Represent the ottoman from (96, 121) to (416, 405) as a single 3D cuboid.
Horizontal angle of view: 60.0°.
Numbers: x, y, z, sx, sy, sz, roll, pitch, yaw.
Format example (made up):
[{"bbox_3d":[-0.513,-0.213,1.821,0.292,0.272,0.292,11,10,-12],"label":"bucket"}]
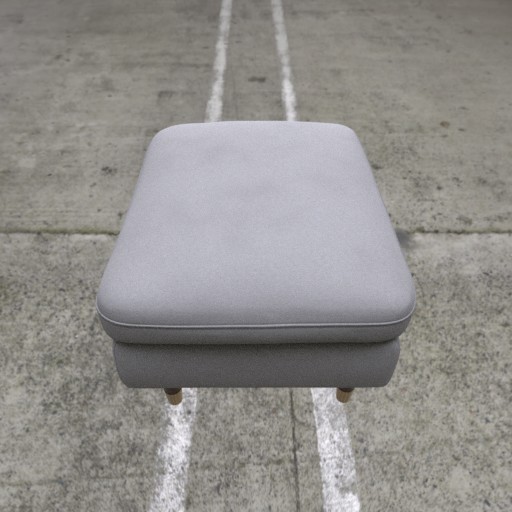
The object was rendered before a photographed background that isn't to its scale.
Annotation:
[{"bbox_3d":[0.000,0.000,1.140,0.593,0.478,0.747,-1,42,-1],"label":"ottoman"}]
